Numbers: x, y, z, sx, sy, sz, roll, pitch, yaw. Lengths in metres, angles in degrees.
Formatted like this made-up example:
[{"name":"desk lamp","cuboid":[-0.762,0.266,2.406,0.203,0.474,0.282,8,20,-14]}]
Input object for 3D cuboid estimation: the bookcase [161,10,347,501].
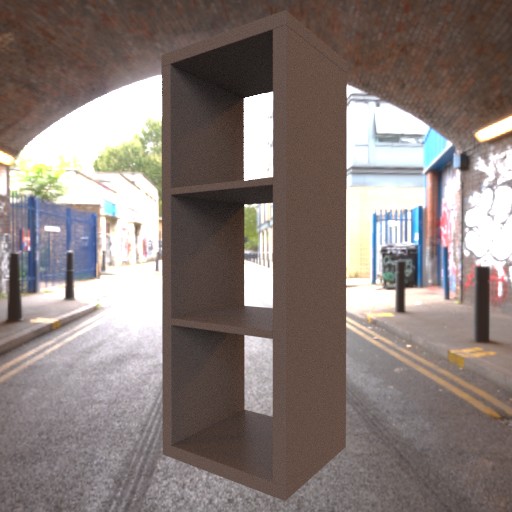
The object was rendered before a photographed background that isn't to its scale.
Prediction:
[{"name":"bookcase","cuboid":[0.000,0.000,1.221,0.390,1.080,0.330,1,1,35]}]
